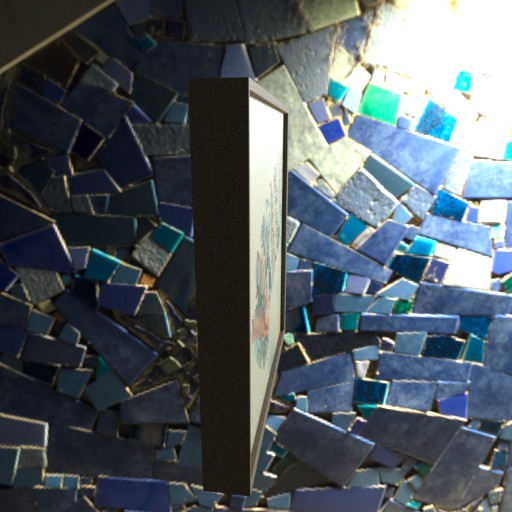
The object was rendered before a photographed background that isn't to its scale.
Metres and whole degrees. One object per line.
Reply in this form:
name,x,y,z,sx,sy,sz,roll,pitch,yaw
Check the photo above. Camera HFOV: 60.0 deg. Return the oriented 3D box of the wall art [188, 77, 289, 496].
wall art,0.000,0.000,0.452,0.038,0.303,0.304,2,15,8
